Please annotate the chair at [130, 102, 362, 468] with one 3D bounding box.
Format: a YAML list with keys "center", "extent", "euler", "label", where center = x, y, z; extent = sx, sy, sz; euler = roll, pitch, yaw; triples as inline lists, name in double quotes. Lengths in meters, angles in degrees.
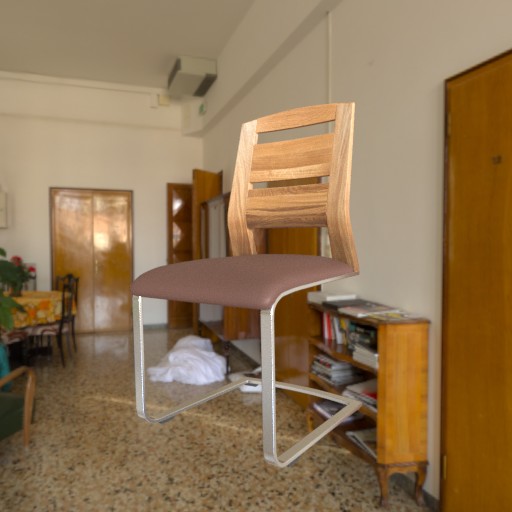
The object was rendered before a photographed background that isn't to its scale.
- center: [0.000, 0.000, 1.297]
  extent: [0.460, 0.970, 0.570]
  euler: [1, 2, 35]
  label: "chair"
